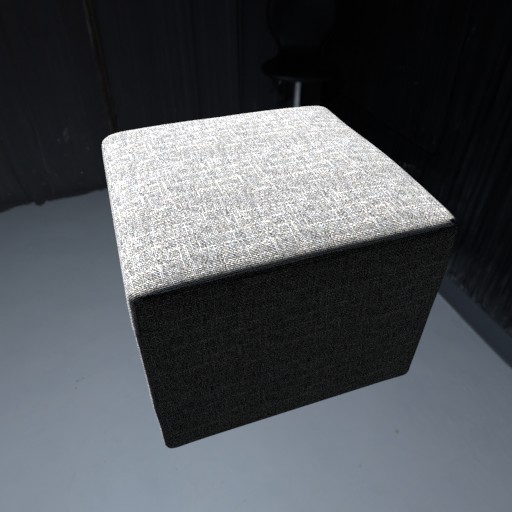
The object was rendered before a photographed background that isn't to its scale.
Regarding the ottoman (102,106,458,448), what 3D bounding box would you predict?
[{"bbox_3d":[0.000,0.000,0.921,0.521,0.453,0.512,-12,42,-14],"label":"ottoman"}]
